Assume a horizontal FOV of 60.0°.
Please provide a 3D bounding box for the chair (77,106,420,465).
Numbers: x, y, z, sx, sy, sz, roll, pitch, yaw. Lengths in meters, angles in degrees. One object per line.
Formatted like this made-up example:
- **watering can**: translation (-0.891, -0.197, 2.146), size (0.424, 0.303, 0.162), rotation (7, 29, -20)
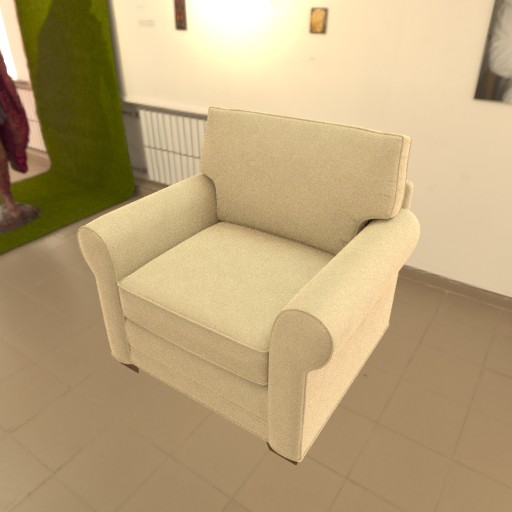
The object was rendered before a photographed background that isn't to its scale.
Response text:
- **chair**: translation (0.000, 0.000, 1.720), size (1.040, 0.955, 0.863), rotation (19, 35, 29)
